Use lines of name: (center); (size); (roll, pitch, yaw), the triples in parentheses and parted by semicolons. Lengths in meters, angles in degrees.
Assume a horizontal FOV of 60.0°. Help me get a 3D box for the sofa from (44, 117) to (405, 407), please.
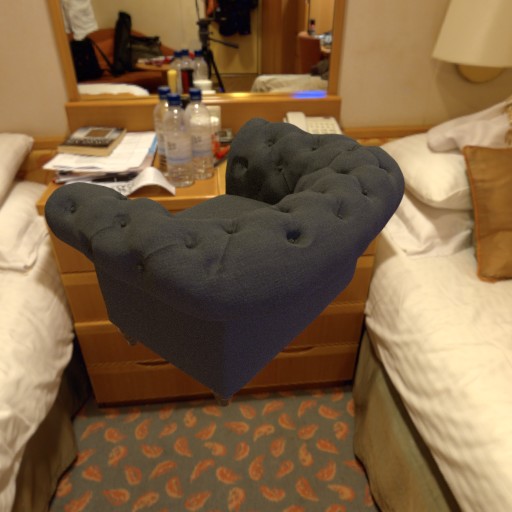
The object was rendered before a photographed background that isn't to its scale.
sofa: (0.000, 0.000, 2.007); (1.032, 0.878, 1.405); (22, 38, 31)
